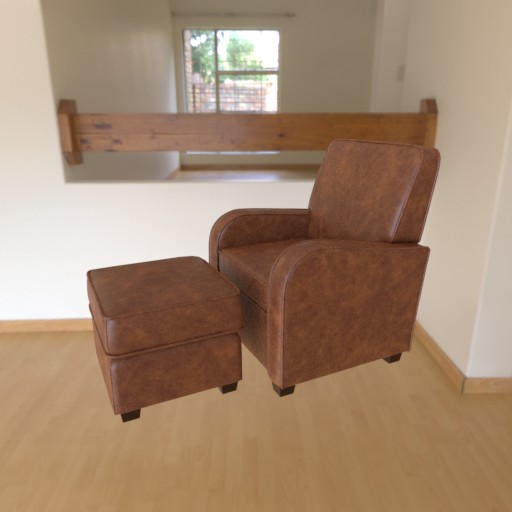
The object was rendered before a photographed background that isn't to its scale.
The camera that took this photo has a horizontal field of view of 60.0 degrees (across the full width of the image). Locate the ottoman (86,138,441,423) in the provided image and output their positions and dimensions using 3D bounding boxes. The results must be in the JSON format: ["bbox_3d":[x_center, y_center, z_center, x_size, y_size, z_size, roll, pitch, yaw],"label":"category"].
[{"bbox_3d":[0.000,0.000,1.839,1.314,0.904,0.732,-9,20,-25],"label":"ottoman"}]
